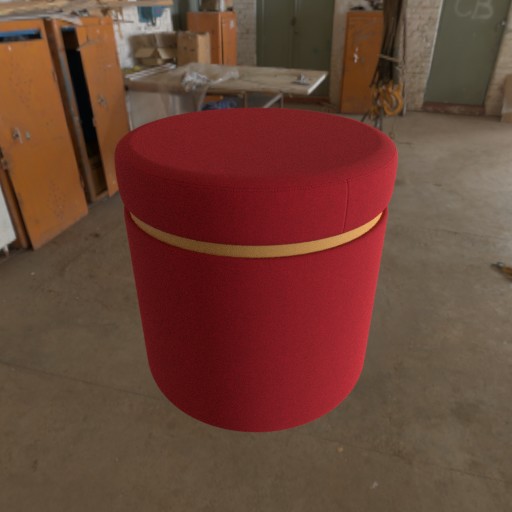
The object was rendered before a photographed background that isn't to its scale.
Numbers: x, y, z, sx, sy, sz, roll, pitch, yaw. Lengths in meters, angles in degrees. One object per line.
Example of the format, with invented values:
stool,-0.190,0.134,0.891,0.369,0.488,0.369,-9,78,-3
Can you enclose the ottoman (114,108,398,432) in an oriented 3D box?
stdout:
ottoman,0.000,0.000,0.737,0.400,0.406,0.400,0,30,0
